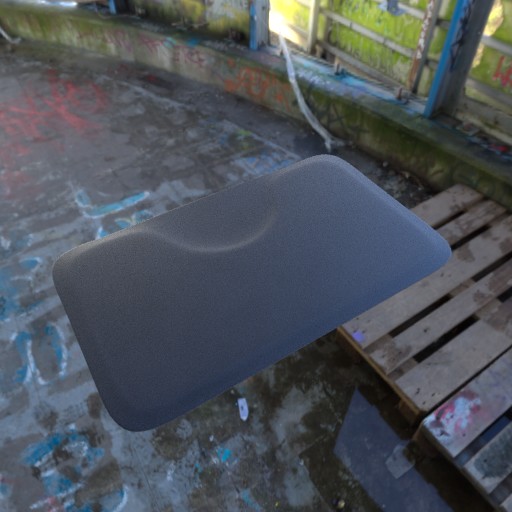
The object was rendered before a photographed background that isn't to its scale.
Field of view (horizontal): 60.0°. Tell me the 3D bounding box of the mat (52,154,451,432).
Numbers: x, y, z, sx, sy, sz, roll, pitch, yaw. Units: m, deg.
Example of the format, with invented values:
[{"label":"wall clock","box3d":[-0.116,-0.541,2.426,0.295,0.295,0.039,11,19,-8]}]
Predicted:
[{"label":"mat","box3d":[0.000,0.000,1.865,1.524,0.013,0.918,-25,52,-21]}]
